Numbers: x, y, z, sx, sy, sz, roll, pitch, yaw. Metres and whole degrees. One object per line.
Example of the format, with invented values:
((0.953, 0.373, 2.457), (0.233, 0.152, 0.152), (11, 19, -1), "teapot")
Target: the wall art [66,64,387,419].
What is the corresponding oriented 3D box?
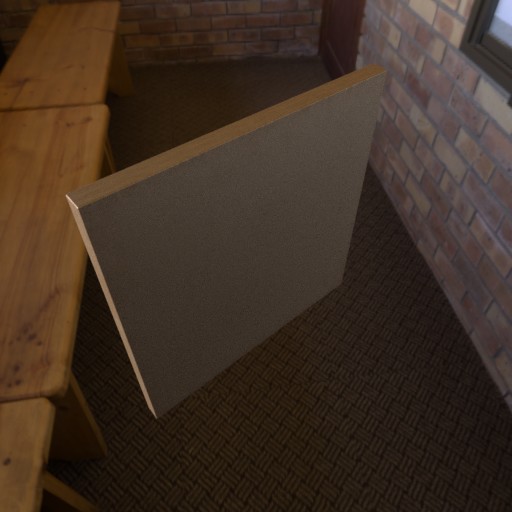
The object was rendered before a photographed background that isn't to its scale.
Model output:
((0.000, 0.000, 0.755), (0.503, 0.506, 0.030), (-32, 54, -27), "wall art")
